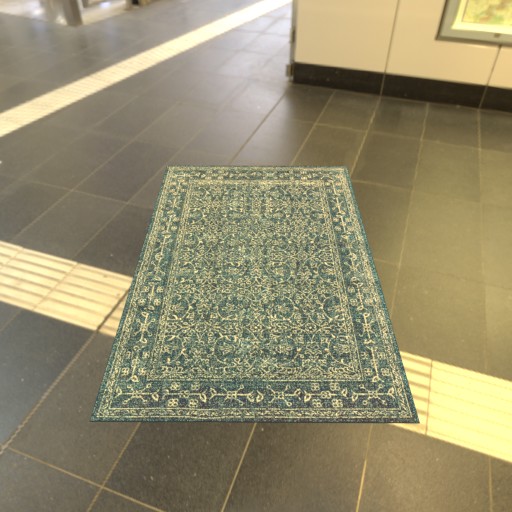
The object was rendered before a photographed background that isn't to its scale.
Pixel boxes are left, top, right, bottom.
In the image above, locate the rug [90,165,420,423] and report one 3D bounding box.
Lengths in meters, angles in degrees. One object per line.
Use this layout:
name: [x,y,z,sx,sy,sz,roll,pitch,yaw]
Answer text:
rug: [0.000,0.000,2.288,1.200,0.005,1.819,0,42,0]
